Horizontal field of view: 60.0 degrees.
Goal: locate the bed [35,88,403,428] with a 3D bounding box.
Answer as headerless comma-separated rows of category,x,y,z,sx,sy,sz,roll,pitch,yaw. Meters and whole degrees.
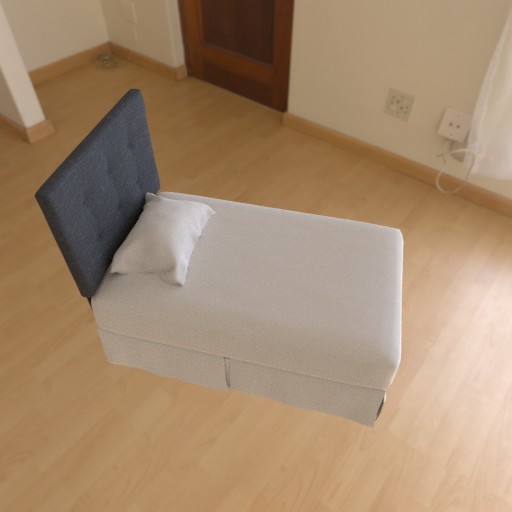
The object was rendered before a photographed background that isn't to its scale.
bed,0.000,0.000,2.943,1.997,1.571,1.261,10,48,9
